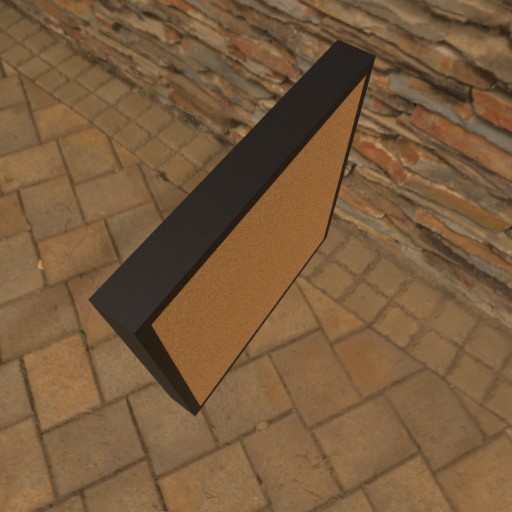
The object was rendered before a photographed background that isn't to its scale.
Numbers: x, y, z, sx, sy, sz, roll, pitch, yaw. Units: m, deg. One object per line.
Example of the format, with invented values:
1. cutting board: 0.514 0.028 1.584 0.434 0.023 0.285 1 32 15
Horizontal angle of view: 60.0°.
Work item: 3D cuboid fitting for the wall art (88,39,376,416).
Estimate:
1. wall art: 0.000 0.000 0.460 0.038 0.304 0.305 32 66 16
